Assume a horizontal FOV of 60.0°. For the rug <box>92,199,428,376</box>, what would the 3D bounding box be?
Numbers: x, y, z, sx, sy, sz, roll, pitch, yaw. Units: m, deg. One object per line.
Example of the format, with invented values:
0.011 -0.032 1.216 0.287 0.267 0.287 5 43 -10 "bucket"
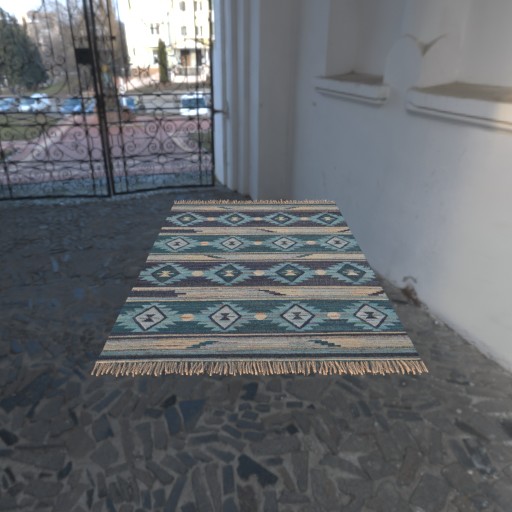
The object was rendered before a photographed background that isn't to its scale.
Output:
0.000 0.000 2.408 1.181 0.028 1.936 0 25 -1 "rug"
